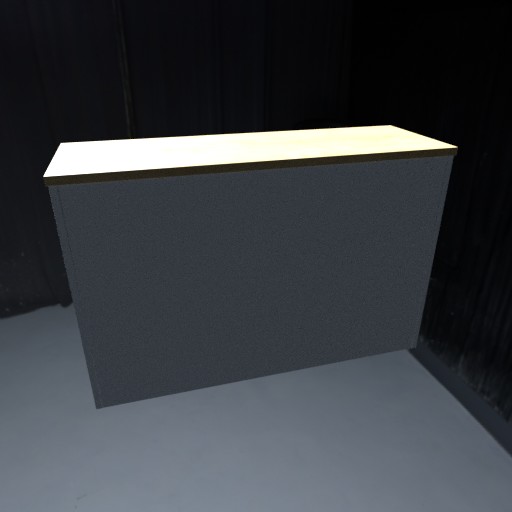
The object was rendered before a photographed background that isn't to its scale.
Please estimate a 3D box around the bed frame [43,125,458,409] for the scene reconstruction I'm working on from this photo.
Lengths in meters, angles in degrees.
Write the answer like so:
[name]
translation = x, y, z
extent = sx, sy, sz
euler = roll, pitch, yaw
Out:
[bed frame]
translation = 0.000, 0.000, 1.713
extent = 1.300, 0.850, 0.430
euler = -7, 27, -14
